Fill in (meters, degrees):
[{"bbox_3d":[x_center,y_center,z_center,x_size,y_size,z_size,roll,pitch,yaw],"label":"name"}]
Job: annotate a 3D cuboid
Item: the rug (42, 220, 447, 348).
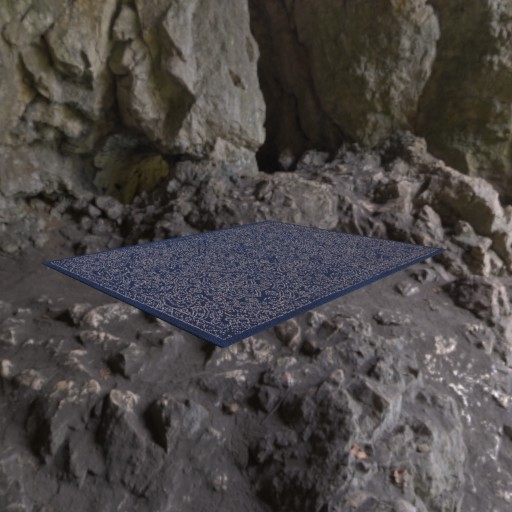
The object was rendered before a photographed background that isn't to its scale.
[{"bbox_3d":[0.000,0.000,4.233,2.438,0.010,3.048,14,20,42],"label":"rug"}]
